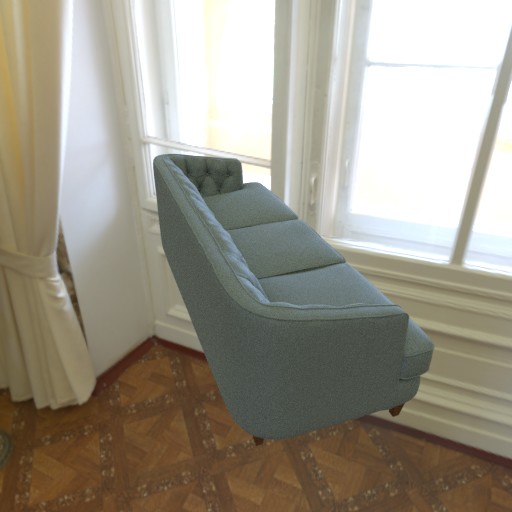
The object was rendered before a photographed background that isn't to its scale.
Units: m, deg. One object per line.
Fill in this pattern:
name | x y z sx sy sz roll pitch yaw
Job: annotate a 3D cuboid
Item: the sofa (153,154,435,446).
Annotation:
sofa | 0.000 0.000 2.784 0.941 0.855 2.278 -11 31 -18
